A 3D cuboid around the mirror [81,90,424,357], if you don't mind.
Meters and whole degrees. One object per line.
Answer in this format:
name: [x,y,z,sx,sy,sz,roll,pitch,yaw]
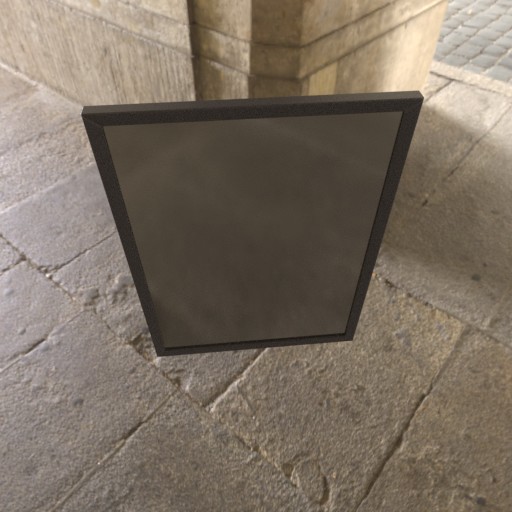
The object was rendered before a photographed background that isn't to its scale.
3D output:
mirror: [0.000,0.000,1.364,0.762,1.016,0.040,-4,47,-4]
